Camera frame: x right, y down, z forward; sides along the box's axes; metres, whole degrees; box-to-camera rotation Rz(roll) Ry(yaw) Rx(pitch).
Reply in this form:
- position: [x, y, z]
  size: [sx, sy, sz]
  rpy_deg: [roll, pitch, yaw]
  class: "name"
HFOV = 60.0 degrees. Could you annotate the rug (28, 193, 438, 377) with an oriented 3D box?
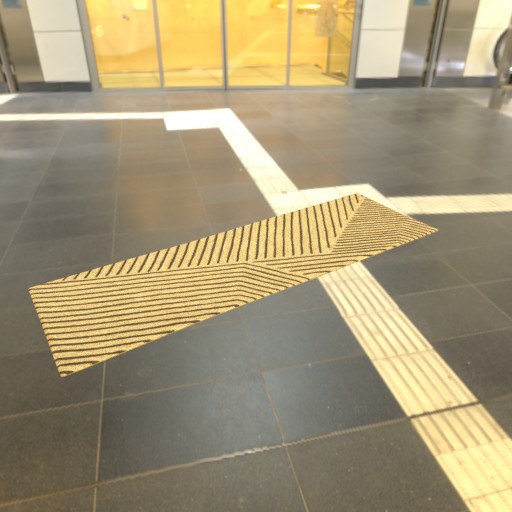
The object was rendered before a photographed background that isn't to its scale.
- position: [0.000, 0.000, 2.690]
  size: [2.439, 0.020, 0.773]
  rpy_deg: [-18, 35, -28]
  class: "rug"
